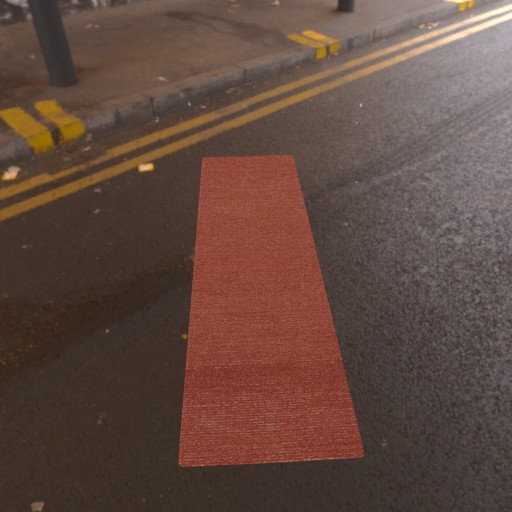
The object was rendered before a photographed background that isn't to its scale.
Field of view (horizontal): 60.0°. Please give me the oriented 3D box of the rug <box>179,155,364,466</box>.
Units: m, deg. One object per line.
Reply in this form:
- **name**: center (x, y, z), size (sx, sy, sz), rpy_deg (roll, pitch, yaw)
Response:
- **rug**: center (0.000, 0.000, 2.494), size (0.687, 0.012, 2.307), rpy_deg (-2, 41, -2)
